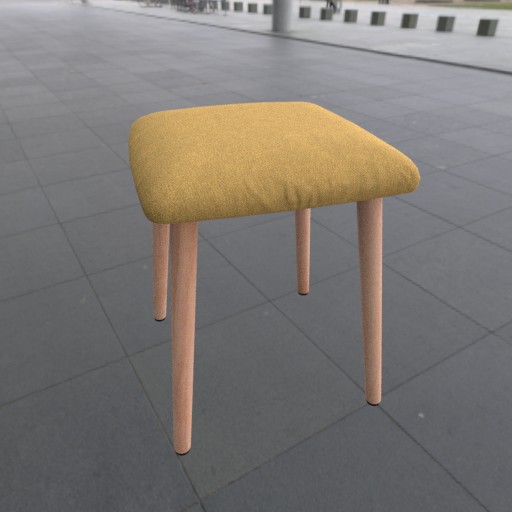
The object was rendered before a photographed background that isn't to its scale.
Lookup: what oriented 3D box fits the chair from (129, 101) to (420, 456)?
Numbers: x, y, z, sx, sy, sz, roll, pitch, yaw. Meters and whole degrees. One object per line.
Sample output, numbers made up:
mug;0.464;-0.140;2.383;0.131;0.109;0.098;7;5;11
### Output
chair;0.000;0.000;0.722;0.350;0.440;0.350;-9;33;-14
